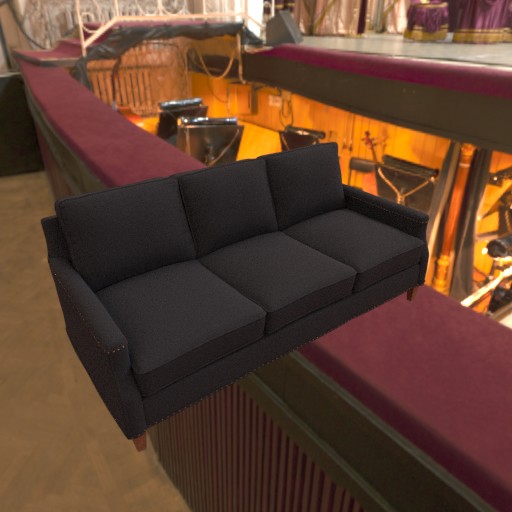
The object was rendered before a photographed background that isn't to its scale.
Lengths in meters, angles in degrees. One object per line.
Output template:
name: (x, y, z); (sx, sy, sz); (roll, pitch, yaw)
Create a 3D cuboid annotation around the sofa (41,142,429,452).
sofa: (0.000, 0.000, 2.779); (2.246, 1.003, 1.084); (-20, 34, -32)
